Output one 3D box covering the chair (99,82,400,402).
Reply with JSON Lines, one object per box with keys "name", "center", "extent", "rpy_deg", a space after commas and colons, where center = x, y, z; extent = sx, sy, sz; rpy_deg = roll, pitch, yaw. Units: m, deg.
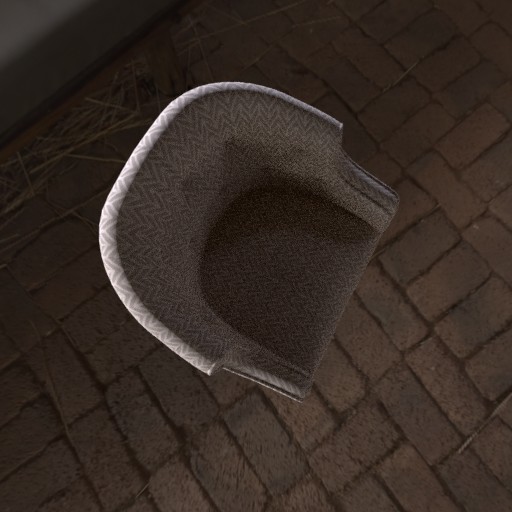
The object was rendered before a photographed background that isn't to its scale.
{"name": "chair", "center": [0.000, 0.000, 1.317], "extent": [0.613, 0.858, 0.686], "rpy_deg": [27, 78, 6]}
